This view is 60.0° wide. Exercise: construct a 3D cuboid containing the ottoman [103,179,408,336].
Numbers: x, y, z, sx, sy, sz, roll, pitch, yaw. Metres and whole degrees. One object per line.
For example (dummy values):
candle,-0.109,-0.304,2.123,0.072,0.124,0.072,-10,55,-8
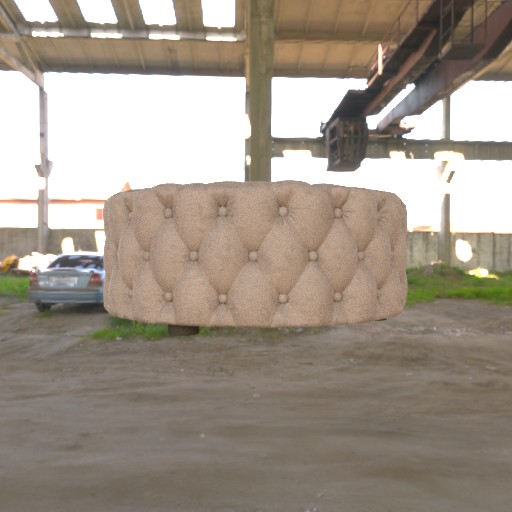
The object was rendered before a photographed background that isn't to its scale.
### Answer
ottoman,0.000,0.000,1.519,0.998,0.399,0.998,0,1,0
